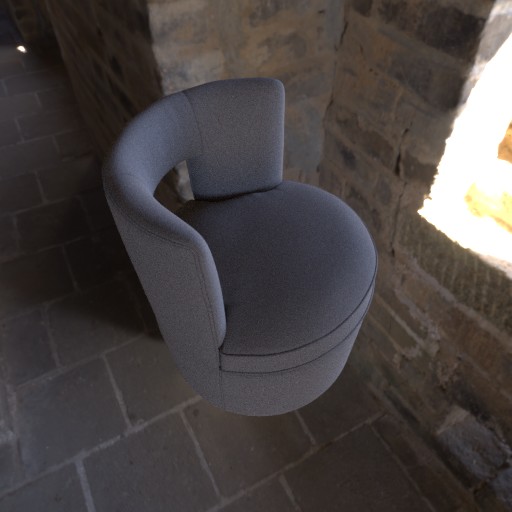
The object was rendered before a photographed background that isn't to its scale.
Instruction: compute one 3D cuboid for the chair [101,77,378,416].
[{"bbox_3d":[0.000,0.000,1.232,0.660,0.719,0.689,11,47,10],"label":"chair"}]
